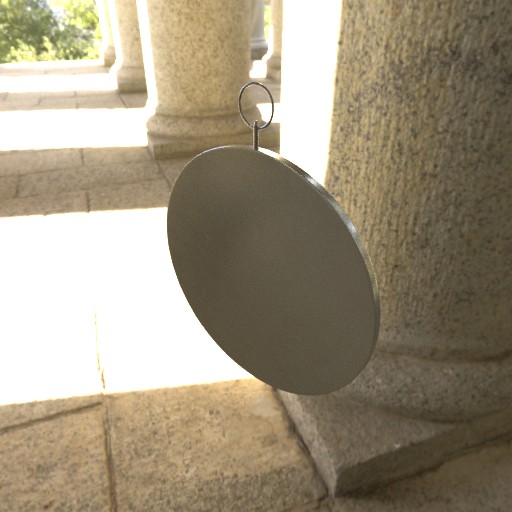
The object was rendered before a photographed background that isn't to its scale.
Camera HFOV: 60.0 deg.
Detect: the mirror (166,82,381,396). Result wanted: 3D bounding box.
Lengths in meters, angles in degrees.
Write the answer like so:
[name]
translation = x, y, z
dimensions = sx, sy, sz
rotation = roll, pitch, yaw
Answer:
[mirror]
translation = 0.000, 0.000, 0.963
dimensions = 0.594, 0.713, 0.020
rotation = 24, 38, 34
